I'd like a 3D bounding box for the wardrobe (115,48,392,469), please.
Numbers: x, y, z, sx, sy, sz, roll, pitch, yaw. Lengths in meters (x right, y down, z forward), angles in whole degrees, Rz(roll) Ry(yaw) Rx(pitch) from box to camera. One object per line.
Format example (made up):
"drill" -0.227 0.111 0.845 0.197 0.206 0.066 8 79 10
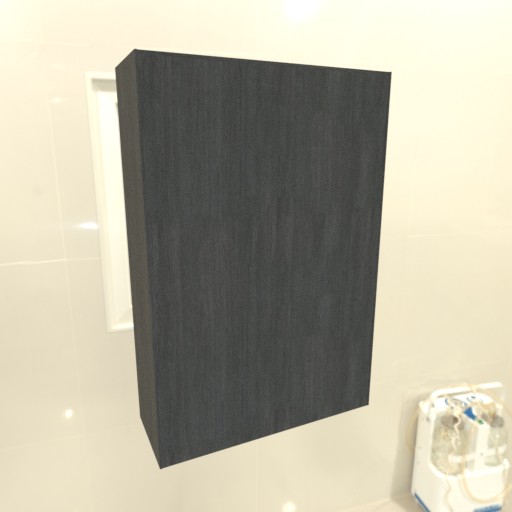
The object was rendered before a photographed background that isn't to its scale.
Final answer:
"wardrobe" 0.000 0.000 2.442 1.290 1.910 0.510 -7 15 -25
